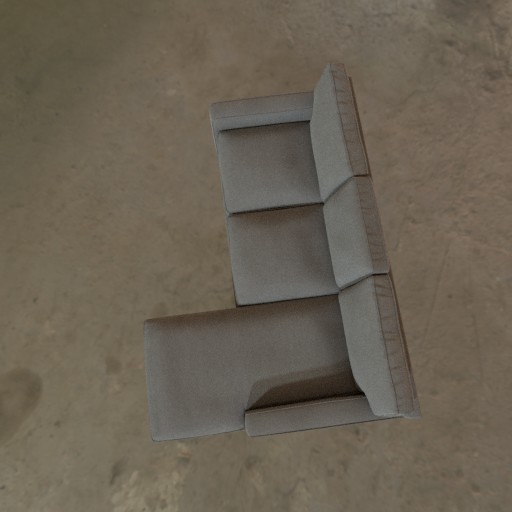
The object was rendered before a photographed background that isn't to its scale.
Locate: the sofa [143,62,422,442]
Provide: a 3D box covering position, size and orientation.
[{"bbox_3d":[0.000,0.000,2.779,1.496,0.861,2.087,-7,76,-2],"label":"sofa"}]
